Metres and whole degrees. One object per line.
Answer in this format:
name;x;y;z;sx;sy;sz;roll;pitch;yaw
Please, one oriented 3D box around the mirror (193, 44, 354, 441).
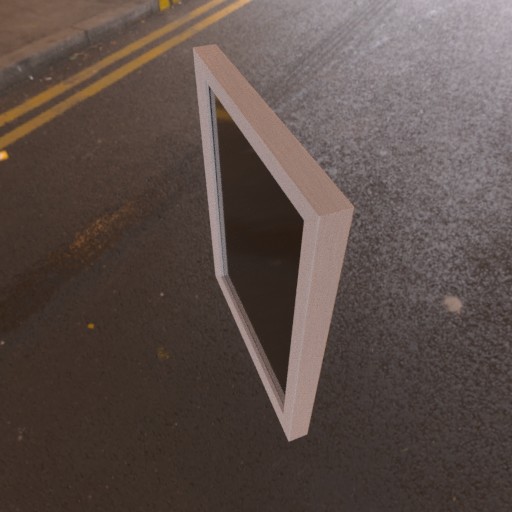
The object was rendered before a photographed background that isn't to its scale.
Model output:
mirror;0.000;0.000;0.709;0.041;0.508;0.405;-16;48;-15
